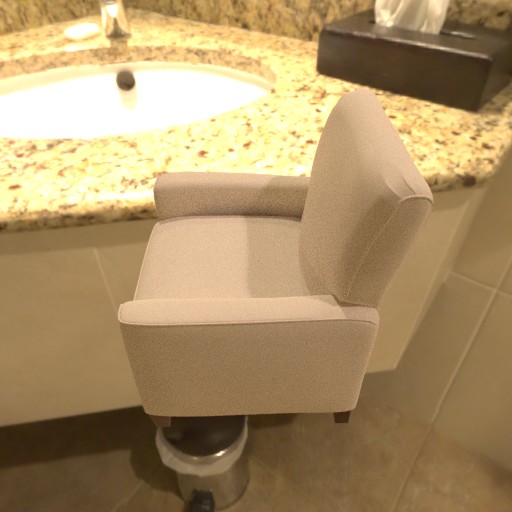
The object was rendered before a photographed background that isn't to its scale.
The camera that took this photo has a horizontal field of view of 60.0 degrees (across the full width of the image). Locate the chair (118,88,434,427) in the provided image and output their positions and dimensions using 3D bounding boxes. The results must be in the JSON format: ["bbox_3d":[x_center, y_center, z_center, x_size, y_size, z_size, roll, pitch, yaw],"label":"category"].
[{"bbox_3d":[0.000,0.000,1.605,0.858,1.028,0.841,-1,41,-1],"label":"chair"}]
